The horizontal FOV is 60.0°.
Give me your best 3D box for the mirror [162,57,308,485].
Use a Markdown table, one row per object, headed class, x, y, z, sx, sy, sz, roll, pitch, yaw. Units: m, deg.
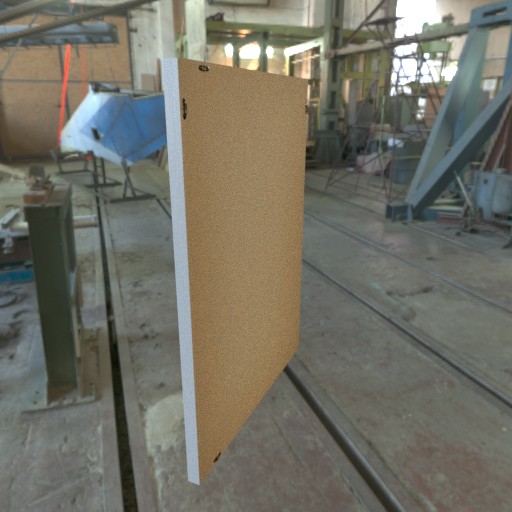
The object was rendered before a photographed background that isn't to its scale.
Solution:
| class | x | y | z | sx | sy | sz | roll | pitch | yaw |
| --- | --- | --- | --- | --- | --- | --- | --- | --- | --- |
| mirror | 0.000 | 0.000 | 1.319 | 0.040 | 1.016 | 0.762 | 8 | 20 | 23 |
